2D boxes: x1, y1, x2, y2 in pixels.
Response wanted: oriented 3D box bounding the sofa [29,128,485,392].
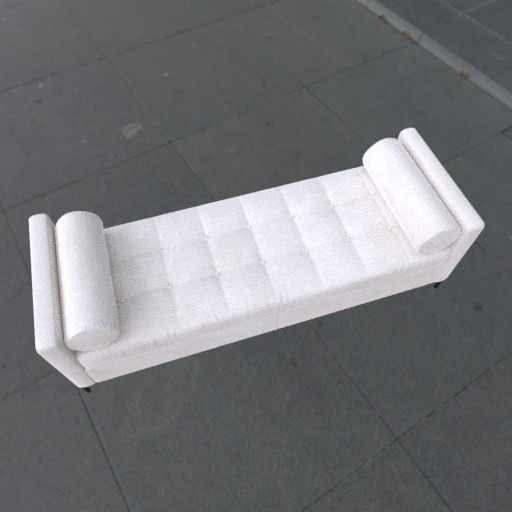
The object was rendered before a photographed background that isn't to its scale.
[{"bbox_3d":[0.000,0.000,2.271,1.981,0.635,0.686,-15,59,-9],"label":"sofa"}]
